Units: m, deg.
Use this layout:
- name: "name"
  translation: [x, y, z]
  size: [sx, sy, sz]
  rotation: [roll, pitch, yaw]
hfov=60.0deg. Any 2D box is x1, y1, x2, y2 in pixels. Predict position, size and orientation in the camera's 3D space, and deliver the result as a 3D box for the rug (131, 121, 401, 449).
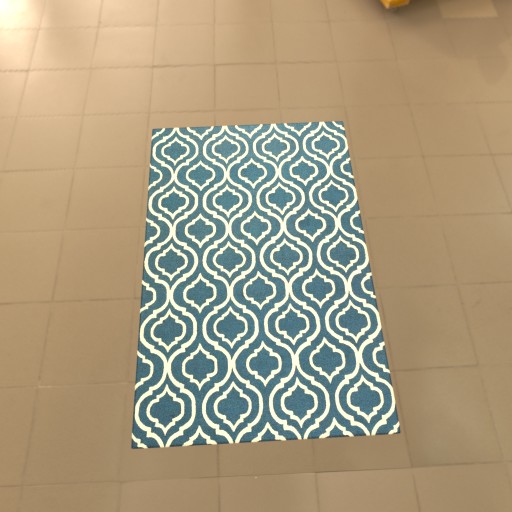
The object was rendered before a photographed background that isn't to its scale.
- name: "rug"
  translation: [0.000, 0.000, 2.263]
  size: [1.143, 0.010, 1.753]
  rotation: [-3, 63, -1]
